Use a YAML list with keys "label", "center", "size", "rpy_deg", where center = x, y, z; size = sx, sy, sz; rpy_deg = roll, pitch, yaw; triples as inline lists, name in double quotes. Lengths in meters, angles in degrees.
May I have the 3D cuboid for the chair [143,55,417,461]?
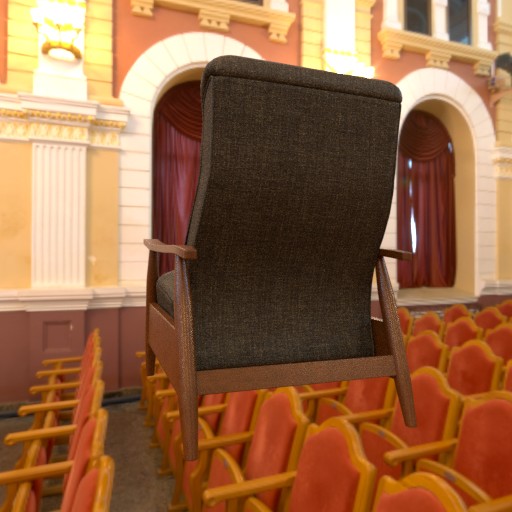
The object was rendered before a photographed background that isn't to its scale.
- label: "chair"
  center: [0.000, 0.000, 1.734]
  size: [0.762, 1.082, 1.014]
  rpy_deg: [0, -1, -20]
